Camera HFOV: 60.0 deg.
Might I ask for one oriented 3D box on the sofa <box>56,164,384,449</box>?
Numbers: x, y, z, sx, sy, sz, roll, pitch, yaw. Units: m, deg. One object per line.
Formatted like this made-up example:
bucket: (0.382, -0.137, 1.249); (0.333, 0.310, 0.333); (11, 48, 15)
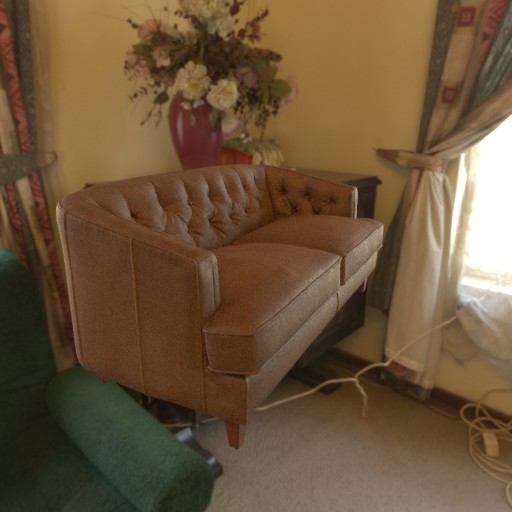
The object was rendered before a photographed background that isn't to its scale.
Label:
sofa: (0.000, 0.000, 2.177); (0.917, 0.799, 1.767); (8, 18, 26)
